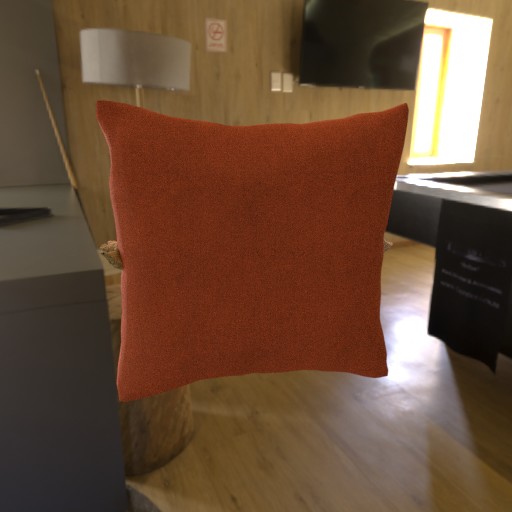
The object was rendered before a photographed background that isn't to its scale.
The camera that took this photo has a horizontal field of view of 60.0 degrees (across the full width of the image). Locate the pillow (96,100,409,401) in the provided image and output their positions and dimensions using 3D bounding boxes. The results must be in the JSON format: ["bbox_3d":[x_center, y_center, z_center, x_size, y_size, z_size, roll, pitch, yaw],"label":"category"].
[{"bbox_3d":[0.000,0.000,0.733,0.490,0.482,0.165,-3,17,-9],"label":"pillow"}]
